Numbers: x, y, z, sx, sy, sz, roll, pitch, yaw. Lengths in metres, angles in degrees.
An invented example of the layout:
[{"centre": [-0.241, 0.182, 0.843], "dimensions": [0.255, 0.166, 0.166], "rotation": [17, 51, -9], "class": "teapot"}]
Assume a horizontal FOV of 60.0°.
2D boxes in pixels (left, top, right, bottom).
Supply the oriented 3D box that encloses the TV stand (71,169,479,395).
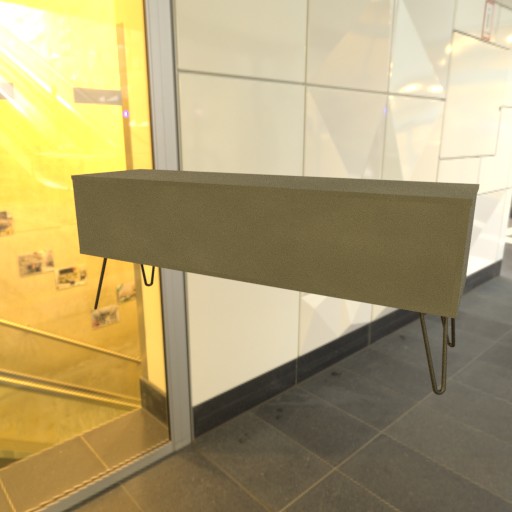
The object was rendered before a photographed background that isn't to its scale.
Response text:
[{"centre": [0.000, 0.000, 1.631], "dimensions": [1.400, 0.560, 0.400], "rotation": [8, 17, 27], "class": "TV stand"}]
